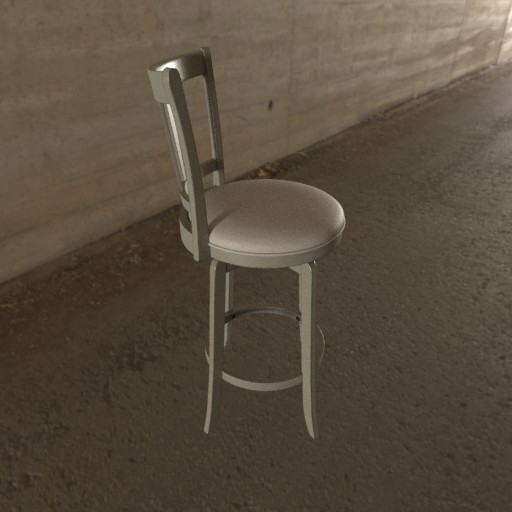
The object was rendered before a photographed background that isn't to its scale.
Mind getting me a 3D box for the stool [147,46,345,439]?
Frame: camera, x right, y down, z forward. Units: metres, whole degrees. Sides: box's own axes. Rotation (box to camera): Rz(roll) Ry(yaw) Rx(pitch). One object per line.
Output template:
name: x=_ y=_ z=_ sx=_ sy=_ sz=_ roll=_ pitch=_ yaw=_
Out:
stool: x=0.000 y=0.000 z=1.260 sx=0.475 sy=1.042 sz=0.436 roll=2 pitch=30 yaw=3
